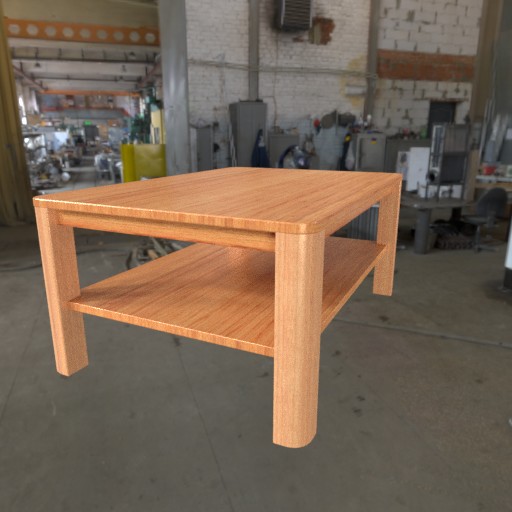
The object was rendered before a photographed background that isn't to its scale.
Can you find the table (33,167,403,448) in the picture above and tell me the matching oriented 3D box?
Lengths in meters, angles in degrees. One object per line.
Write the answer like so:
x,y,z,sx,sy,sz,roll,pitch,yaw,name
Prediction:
0.000,0.000,1.361,0.696,0.445,0.997,8,17,25,table
